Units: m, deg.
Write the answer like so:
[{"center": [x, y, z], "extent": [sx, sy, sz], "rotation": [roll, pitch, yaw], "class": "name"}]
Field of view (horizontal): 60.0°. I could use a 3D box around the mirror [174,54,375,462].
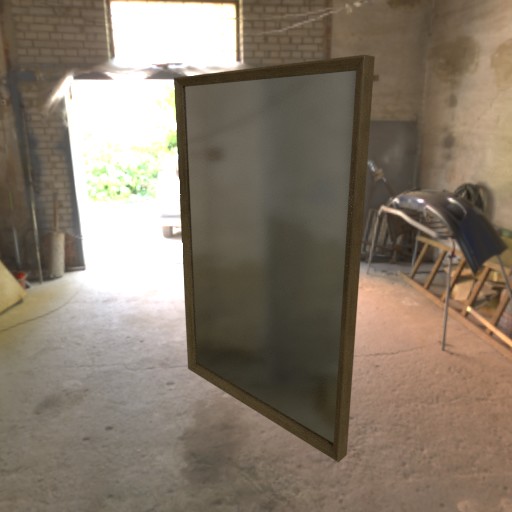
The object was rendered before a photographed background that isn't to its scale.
[{"center": [0.000, 0.000, 1.170], "extent": [0.041, 0.915, 0.609], "rotation": [-16, 23, -43], "class": "mirror"}]
